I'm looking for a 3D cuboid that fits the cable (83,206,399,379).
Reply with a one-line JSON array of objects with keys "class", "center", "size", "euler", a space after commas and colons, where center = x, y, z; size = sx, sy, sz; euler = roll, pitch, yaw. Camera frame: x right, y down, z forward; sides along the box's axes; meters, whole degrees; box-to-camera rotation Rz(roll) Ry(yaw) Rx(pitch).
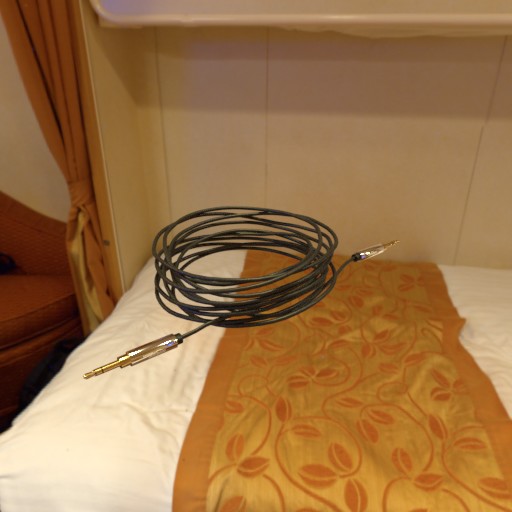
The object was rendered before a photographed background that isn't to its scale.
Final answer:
[{"class": "cable", "center": [0.000, 0.000, 0.504], "size": [0.432, 0.069, 0.198], "euler": [-18, 31, -33]}]
